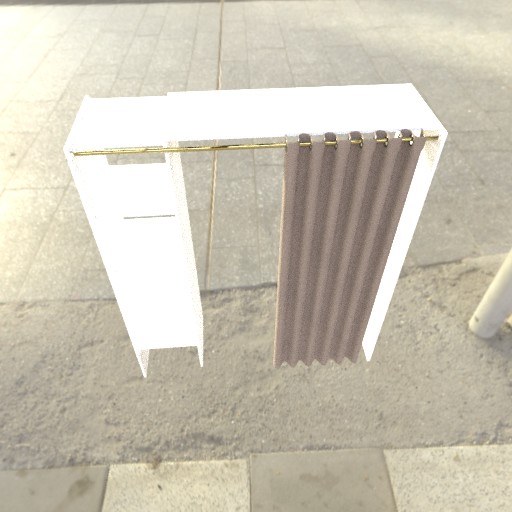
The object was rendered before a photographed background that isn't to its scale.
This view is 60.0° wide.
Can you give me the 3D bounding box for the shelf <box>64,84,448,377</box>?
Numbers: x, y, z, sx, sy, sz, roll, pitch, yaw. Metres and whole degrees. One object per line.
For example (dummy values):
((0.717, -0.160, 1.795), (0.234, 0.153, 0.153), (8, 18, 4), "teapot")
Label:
((0.000, 0.000, 2.642), (1.600, 1.820, 0.500), (-3, 46, -3), "shelf")
